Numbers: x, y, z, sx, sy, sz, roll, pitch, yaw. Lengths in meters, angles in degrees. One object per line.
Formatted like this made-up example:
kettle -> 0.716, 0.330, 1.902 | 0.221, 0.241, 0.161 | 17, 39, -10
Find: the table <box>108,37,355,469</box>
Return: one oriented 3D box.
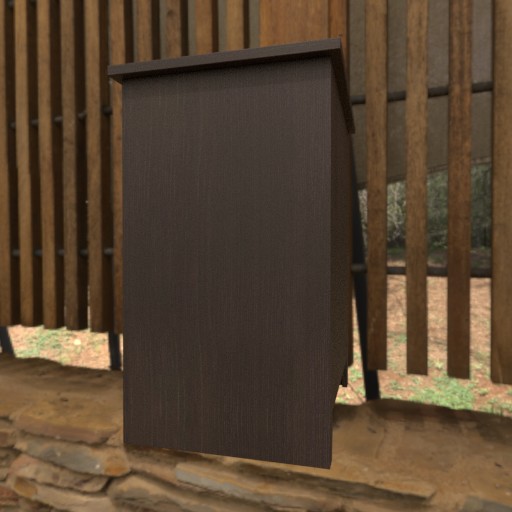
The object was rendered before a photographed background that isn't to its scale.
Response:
table -> 0.000, 0.000, 0.920 | 0.381, 0.635, 0.480 | 0, 1, 15
